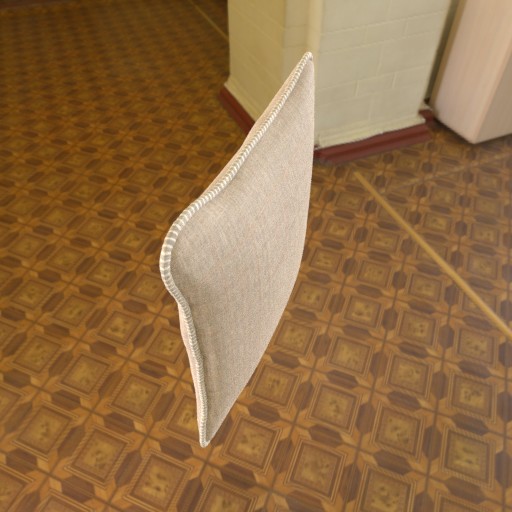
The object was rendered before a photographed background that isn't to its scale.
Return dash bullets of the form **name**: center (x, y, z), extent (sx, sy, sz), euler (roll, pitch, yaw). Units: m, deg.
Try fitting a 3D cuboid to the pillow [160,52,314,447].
- **pillow**: center (0.000, 0.000, 0.728), extent (0.124, 0.494, 0.485), euler (16, 49, 15)
